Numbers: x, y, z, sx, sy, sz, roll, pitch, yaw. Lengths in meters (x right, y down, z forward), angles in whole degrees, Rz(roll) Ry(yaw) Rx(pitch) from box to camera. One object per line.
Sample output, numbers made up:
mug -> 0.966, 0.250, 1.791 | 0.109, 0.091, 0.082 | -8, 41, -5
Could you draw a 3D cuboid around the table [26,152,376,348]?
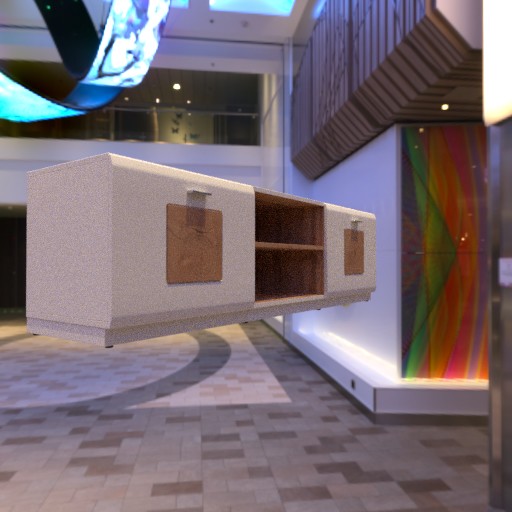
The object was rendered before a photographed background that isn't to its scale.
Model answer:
table -> 0.000, 0.000, 1.704 | 0.400, 0.440, 1.550 | -1, -1, 36
